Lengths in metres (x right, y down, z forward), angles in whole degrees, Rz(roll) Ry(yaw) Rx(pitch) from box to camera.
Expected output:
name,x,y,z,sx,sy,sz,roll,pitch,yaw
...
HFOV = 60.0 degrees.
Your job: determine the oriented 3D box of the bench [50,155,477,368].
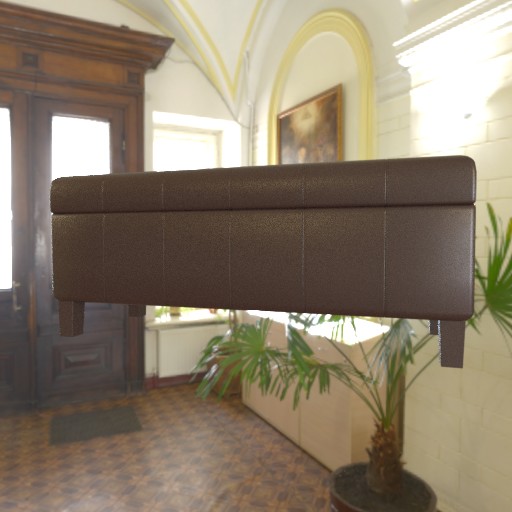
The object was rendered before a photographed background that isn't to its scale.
name,x,y,z,sx,sy,sz,roll,pitch,yaw
bench,0.000,0.000,1.284,1.092,0.457,0.429,1,2,18
